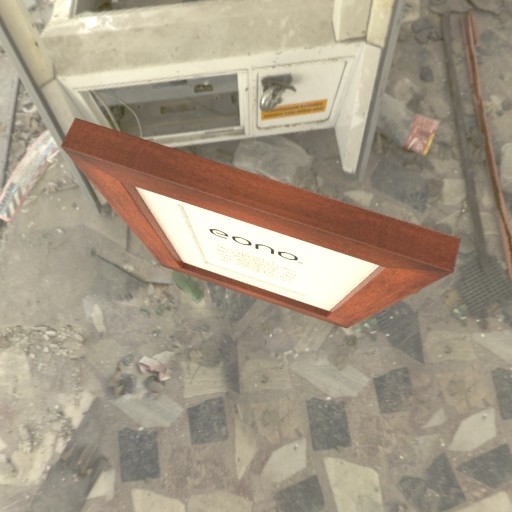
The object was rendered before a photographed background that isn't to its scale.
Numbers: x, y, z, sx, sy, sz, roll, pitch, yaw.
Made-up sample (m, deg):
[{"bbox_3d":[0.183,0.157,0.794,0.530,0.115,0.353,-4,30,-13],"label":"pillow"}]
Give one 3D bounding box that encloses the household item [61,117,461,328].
[{"bbox_3d":[0.000,0.000,0.337,0.200,0.250,0.020,18,76,5],"label":"household item"}]
